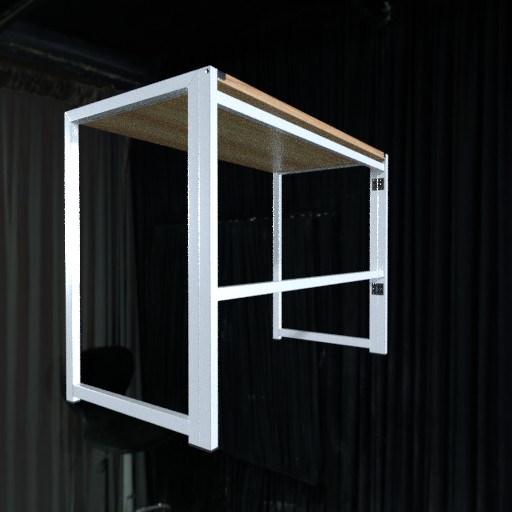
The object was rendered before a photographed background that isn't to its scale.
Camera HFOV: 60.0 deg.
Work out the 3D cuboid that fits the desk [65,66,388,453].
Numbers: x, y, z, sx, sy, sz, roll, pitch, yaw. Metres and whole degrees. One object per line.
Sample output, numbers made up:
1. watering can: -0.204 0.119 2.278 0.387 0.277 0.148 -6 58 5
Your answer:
1. desk: 0.000 0.000 1.429 0.508 0.762 1.016 1 1 36
